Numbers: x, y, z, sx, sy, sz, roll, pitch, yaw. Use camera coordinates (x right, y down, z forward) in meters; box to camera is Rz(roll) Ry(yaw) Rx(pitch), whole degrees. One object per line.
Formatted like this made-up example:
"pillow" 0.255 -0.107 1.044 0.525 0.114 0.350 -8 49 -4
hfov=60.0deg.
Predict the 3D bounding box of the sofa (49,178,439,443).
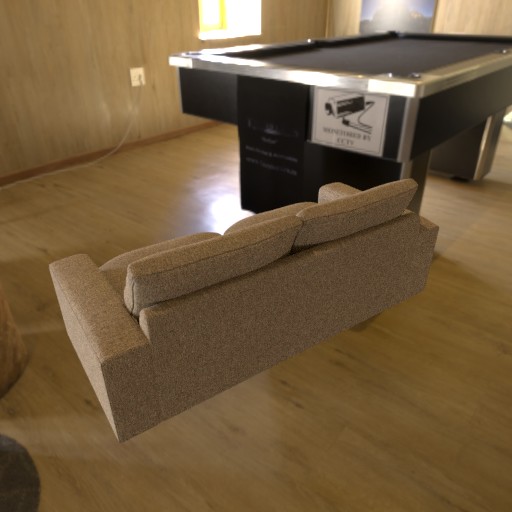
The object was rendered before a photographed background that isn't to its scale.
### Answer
"sofa" 0.000 0.000 2.850 2.299 0.922 1.040 -19 36 -29
